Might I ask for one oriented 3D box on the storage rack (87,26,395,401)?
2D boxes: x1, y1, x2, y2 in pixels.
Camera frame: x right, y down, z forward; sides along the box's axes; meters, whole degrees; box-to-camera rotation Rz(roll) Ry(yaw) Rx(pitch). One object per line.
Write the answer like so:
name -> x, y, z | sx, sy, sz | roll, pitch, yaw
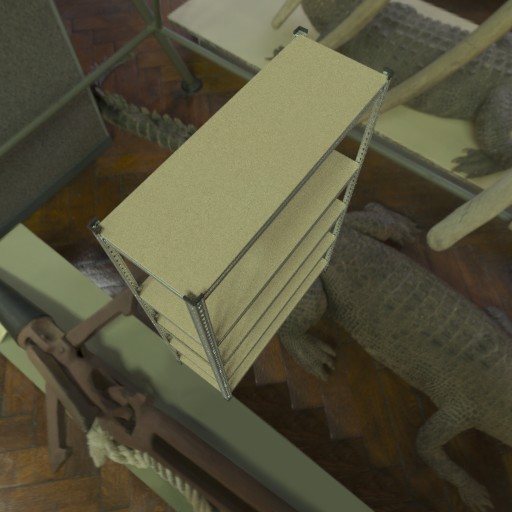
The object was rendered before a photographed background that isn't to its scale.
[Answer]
storage rack -> 0.000, 0.000, 2.397 | 0.457, 1.829, 1.219 | 34, 68, 16
